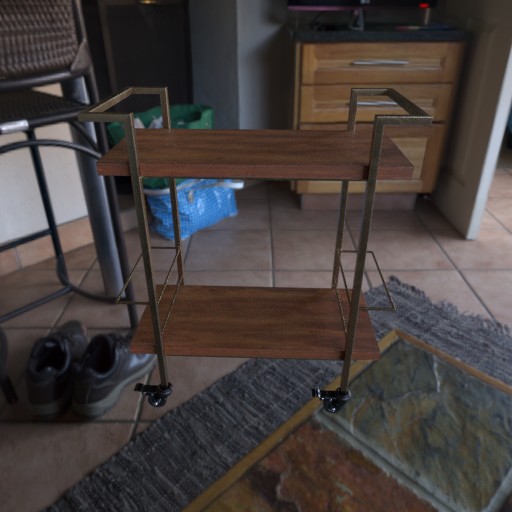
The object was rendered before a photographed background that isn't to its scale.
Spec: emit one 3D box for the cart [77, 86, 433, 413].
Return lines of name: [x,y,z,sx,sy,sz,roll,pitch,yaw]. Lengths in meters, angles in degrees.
cart: [0.000,0.000,1.191,0.695,0.807,0.364,1,30,2]
